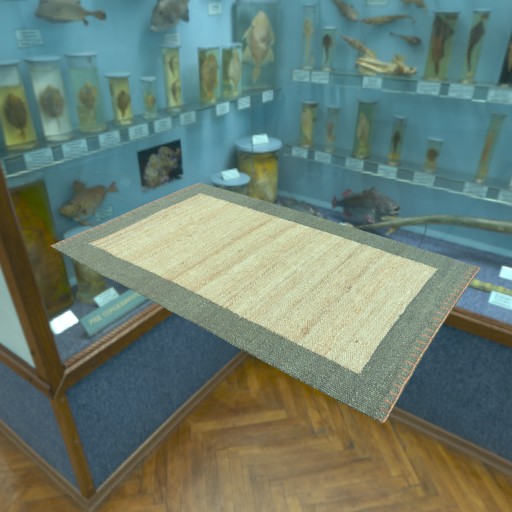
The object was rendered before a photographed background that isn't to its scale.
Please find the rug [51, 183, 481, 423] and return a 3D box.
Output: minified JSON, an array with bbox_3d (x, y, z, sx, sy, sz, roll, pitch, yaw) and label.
[{"bbox_3d":[0.000,0.000,2.926,2.435,0.006,1.521,21,37,31],"label":"rug"}]
